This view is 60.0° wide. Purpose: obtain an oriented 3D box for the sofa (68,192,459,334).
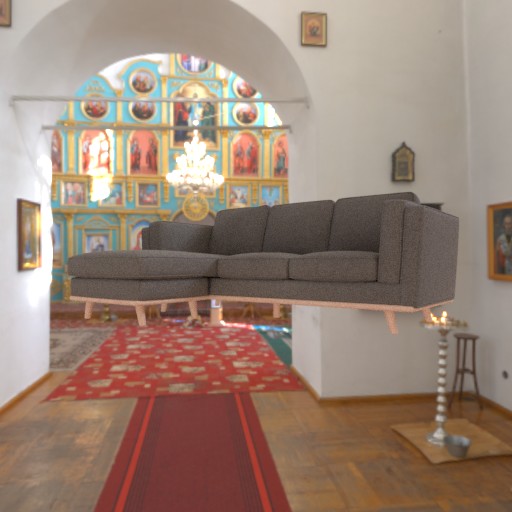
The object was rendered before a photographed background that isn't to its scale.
[{"bbox_3d":[0.000,0.000,3.191,2.411,0.929,1.604,-1,-1,37],"label":"sofa"}]
